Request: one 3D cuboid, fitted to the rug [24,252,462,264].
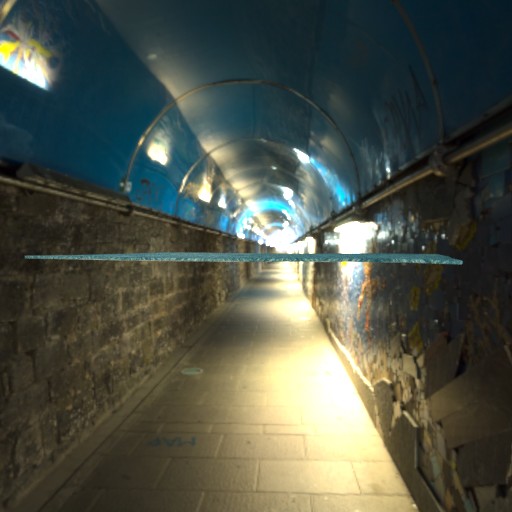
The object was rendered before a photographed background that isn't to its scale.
[{"bbox_3d":[0.000,0.000,2.153,1.728,0.017,1.136,0,1,19],"label":"rug"}]
